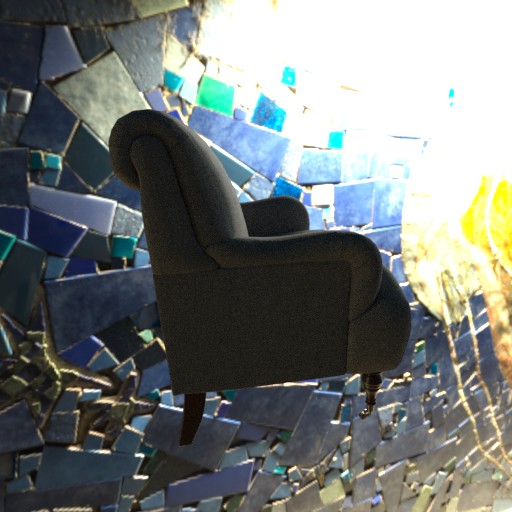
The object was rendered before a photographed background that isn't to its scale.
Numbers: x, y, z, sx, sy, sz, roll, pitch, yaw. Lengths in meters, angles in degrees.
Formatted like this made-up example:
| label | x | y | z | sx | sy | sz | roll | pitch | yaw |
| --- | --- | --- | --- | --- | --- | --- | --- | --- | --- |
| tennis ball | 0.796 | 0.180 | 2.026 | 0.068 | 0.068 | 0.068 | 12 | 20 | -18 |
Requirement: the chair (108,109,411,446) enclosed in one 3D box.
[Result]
| label | x | y | z | sx | sy | sz | roll | pitch | yaw |
| --- | --- | --- | --- | --- | --- | --- | --- | --- | --- |
| chair | 0.000 | 0.000 | 1.525 | 0.843 | 0.942 | 0.766 | -3 | 16 | -11 |
